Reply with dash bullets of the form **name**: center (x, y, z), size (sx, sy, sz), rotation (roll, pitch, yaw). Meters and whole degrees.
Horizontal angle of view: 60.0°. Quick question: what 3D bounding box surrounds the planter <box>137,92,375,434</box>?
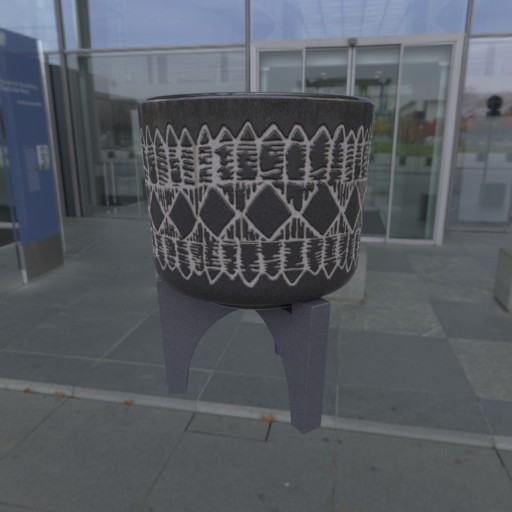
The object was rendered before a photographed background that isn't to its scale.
- **planter**: center (0.000, 0.000, 0.270), size (0.129, 0.177, 0.129), rotation (0, 15, 0)
